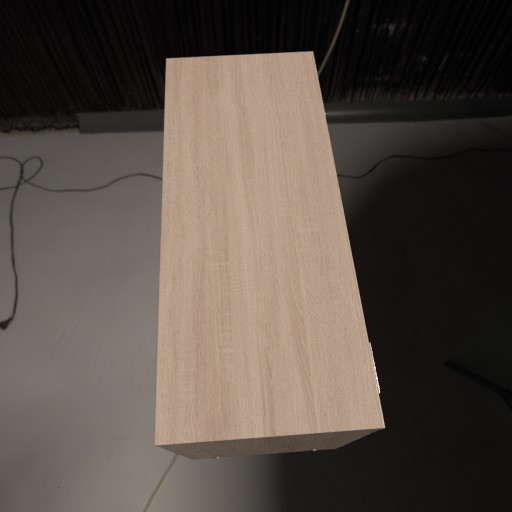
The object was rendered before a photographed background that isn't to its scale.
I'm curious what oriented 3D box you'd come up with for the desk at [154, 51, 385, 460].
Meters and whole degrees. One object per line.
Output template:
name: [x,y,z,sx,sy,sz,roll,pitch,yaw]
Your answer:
desk: [0.000,0.000,1.738,0.600,0.740,1.390,-4,63,-2]
